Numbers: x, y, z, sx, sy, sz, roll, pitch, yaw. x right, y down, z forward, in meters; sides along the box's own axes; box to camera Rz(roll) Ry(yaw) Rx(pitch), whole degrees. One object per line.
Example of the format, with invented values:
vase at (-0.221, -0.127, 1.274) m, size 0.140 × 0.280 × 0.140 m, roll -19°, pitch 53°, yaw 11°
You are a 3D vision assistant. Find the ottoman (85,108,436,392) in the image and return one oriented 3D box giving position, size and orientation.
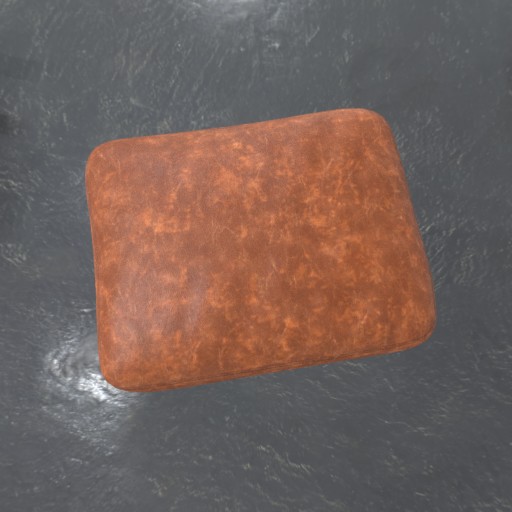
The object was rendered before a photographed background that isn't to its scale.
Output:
ottoman at (0.000, 0.000, 1.273) m, size 0.832 × 0.562 × 0.657 m, roll -9°, pitch 75°, yaw -2°
